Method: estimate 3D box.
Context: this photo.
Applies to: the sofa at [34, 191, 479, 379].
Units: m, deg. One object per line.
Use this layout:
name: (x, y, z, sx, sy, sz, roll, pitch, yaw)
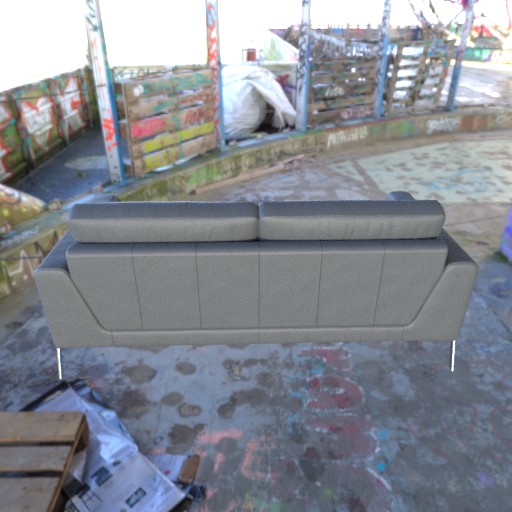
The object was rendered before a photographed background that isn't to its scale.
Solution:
sofa: (0.000, 0.000, 2.462, 2.017, 0.875, 0.953, -1, 28, -1)
